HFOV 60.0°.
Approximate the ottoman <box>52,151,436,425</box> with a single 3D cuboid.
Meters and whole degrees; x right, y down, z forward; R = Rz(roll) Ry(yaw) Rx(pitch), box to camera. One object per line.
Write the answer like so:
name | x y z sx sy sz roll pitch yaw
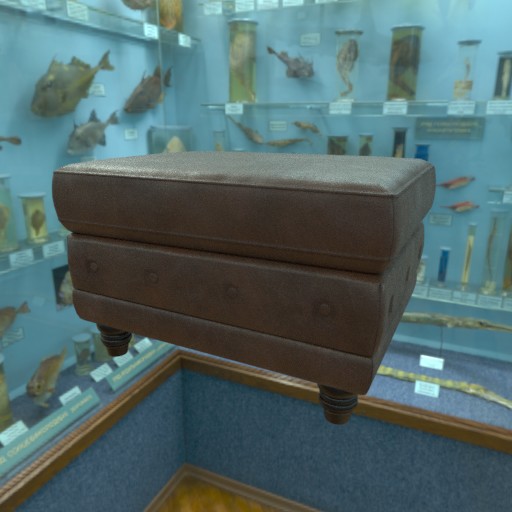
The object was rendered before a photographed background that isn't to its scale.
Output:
ottoman | 0.000 0.000 1.163 0.795 0.509 0.588 8 19 26
